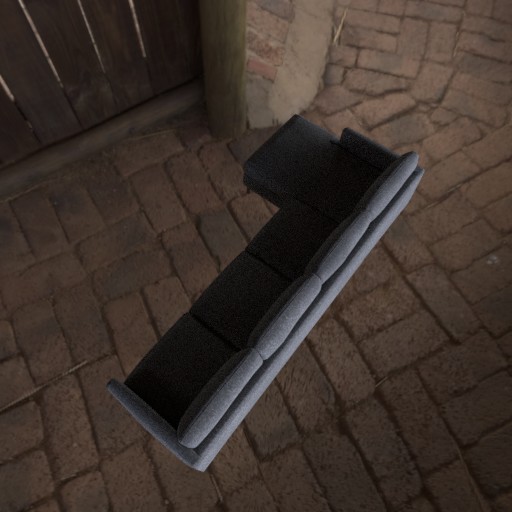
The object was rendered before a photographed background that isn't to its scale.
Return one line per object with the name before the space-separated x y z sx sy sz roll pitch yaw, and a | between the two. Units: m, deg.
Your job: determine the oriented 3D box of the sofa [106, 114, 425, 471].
sofa | 0.000 0.000 3.531 1.350 0.810 2.932 35 67 17
